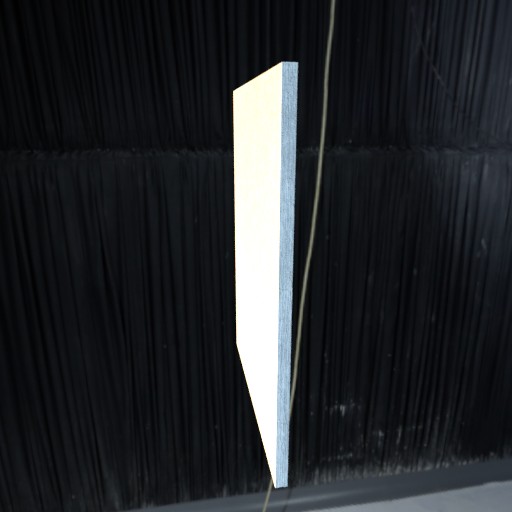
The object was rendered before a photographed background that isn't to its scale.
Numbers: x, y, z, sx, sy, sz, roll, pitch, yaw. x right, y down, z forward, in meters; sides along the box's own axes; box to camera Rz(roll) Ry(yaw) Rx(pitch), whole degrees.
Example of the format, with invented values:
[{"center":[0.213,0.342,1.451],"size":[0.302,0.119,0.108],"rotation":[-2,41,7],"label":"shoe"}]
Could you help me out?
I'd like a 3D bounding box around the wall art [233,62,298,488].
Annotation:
[{"center":[0.000,0.000,0.832],"size":[0.020,0.613,0.481],"rotation":[-3,17,-9],"label":"wall art"}]
